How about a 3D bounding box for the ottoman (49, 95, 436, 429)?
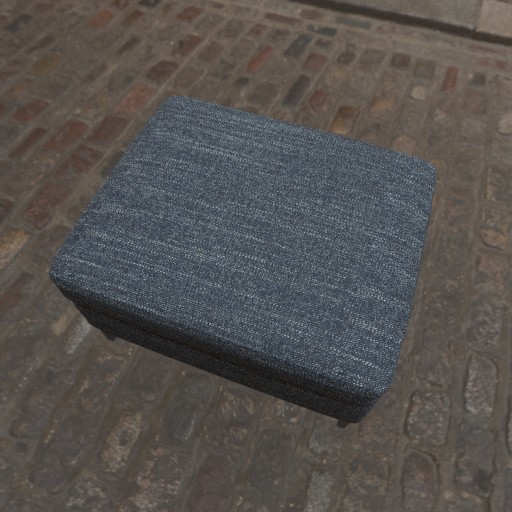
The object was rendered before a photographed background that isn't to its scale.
[{"bbox_3d":[0.000,0.000,1.252,0.814,0.491,0.667,18,61,10],"label":"ottoman"}]
